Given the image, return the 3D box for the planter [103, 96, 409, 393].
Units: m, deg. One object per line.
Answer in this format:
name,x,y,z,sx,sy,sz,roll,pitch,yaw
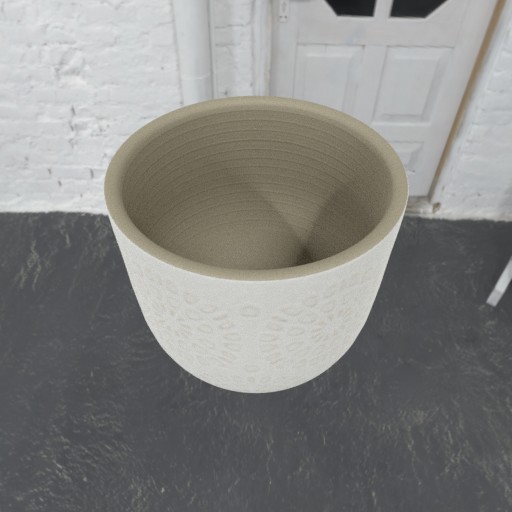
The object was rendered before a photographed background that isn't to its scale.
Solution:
planter,0.000,0.000,0.224,0.124,0.109,0.124,0,47,0
